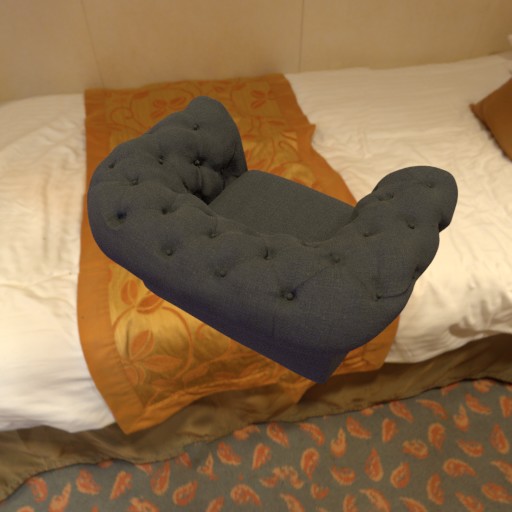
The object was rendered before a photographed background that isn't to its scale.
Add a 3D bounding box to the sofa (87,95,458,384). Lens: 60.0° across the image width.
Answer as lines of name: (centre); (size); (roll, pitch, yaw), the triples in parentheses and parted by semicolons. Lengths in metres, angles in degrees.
sofa: (0.000, 0.000, 2.028); (1.405, 0.878, 1.032); (25, 52, 21)
